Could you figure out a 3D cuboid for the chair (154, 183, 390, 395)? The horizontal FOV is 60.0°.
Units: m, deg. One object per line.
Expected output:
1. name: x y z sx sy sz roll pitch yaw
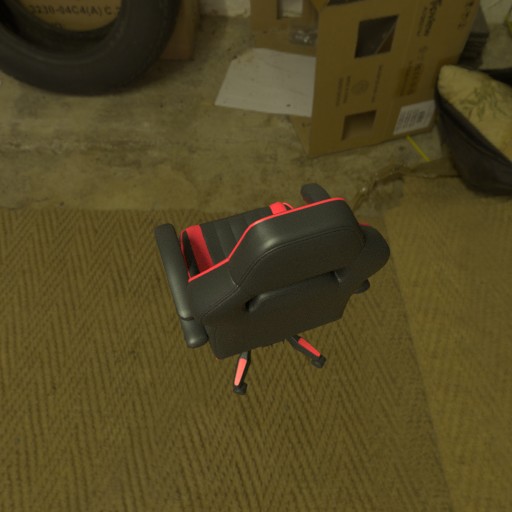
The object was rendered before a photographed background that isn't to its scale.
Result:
1. chair: 0.000 0.000 1.642 0.700 1.220 0.700 -17 60 -10
